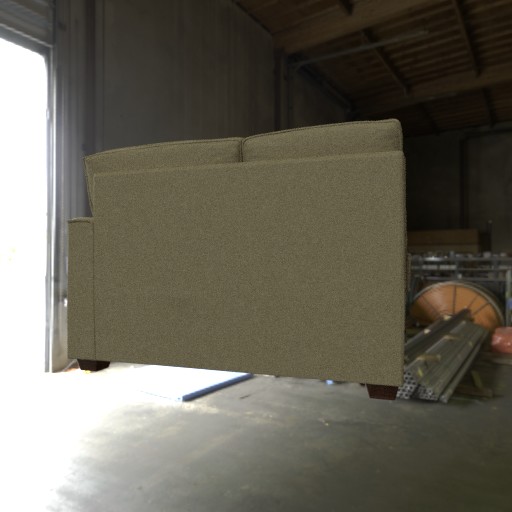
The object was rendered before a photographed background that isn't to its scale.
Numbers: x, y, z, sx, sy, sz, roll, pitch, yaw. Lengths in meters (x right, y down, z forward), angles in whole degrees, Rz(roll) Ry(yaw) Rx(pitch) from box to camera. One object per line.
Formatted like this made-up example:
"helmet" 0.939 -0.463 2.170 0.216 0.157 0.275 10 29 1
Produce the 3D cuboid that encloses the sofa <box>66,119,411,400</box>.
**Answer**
"sofa" 0.000 0.000 2.111 1.388 0.989 0.991 0 0 19
